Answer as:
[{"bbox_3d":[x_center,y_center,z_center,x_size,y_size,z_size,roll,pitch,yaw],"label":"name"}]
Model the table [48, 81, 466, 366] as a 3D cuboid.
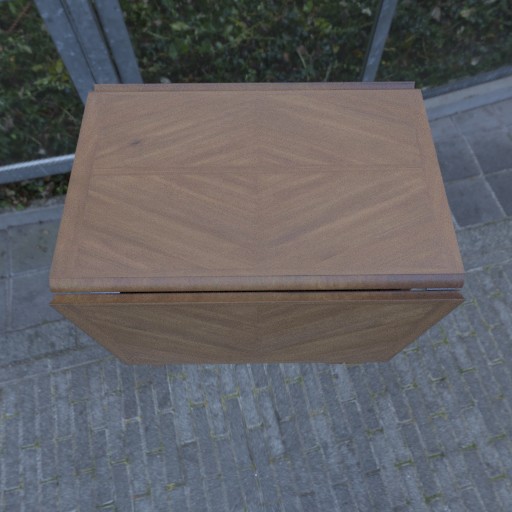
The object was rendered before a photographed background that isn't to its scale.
[{"bbox_3d":[0.000,0.000,1.600,0.967,0.981,0.701,-1,64,0],"label":"table"}]
